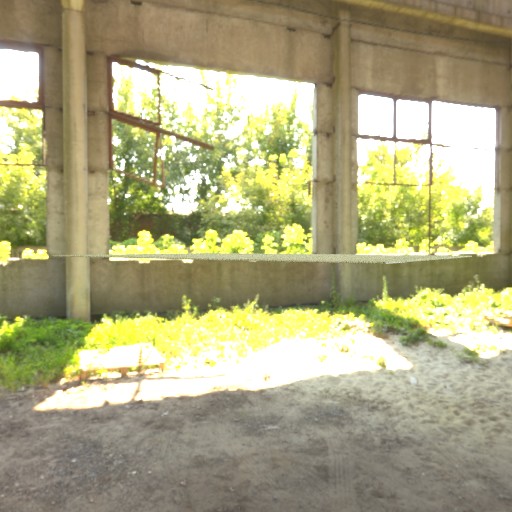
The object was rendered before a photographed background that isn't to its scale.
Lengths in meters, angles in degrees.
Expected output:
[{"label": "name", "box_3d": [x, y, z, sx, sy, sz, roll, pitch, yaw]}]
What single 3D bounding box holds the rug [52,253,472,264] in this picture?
[{"label": "rug", "box_3d": [0.000, 0.000, 2.193, 1.747, 0.006, 1.143, 1, 1, 37]}]
